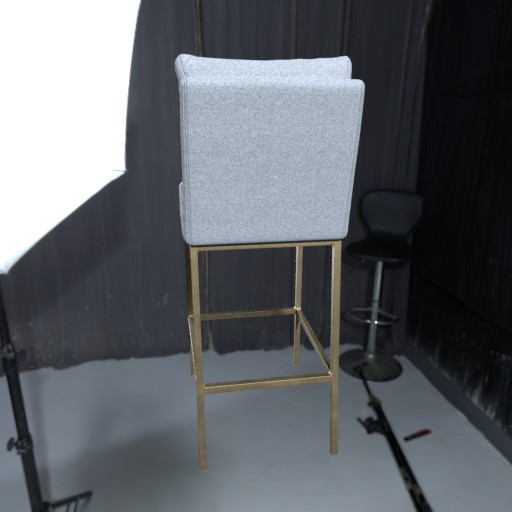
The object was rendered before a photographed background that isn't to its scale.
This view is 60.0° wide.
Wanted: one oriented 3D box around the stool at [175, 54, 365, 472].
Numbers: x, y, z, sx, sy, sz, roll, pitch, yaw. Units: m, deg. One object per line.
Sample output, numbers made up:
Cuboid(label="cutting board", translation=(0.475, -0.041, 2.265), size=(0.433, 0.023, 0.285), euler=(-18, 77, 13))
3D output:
Cuboid(label="stool", translation=(0.000, 0.000, 1.406), size=(0.463, 1.130, 0.569), euler=(-3, 17, -9))
